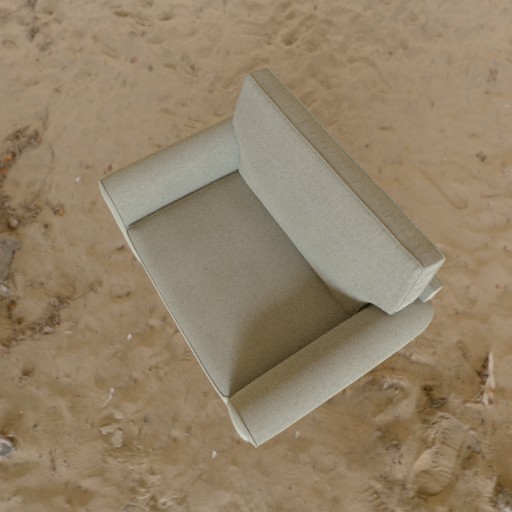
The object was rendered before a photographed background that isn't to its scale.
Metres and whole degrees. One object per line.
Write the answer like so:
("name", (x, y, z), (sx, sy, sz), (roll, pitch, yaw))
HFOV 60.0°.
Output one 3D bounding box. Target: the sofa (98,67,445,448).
("sofa", (0.000, 0.000, 2.064), (0.936, 0.991, 1.405), (-30, 67, -14))
